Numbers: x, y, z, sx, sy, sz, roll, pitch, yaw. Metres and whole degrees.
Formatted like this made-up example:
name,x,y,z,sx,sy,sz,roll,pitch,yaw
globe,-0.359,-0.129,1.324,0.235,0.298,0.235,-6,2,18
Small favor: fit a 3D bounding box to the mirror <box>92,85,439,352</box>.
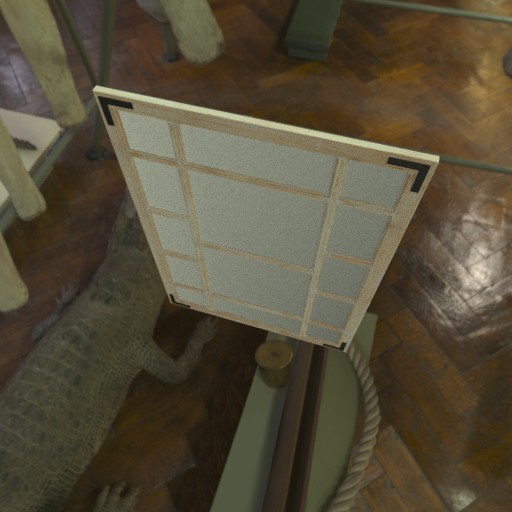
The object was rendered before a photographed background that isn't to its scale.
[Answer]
name,x,y,z,sx,sy,sz,roll,pitch,yaw
mirror,0.000,0.000,1.291,0.705,0.996,0.025,14,59,9
